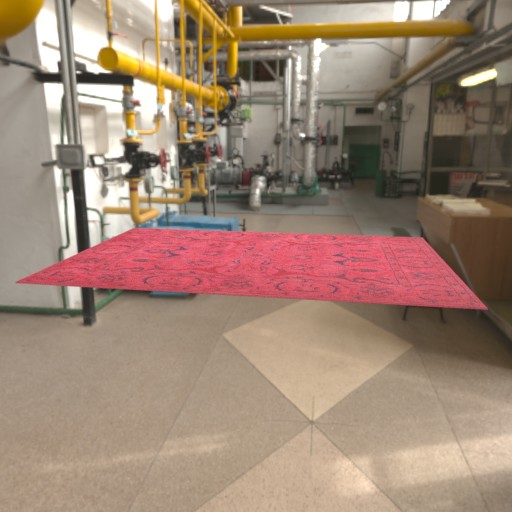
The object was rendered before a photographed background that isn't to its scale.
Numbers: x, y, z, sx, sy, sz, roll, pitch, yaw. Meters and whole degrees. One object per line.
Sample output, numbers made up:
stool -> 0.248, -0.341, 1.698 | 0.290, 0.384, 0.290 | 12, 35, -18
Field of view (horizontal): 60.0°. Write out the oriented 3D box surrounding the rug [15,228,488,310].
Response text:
rug -> 0.000, 0.000, 2.966 | 2.423, 0.010, 1.534 | 2, 15, 9
